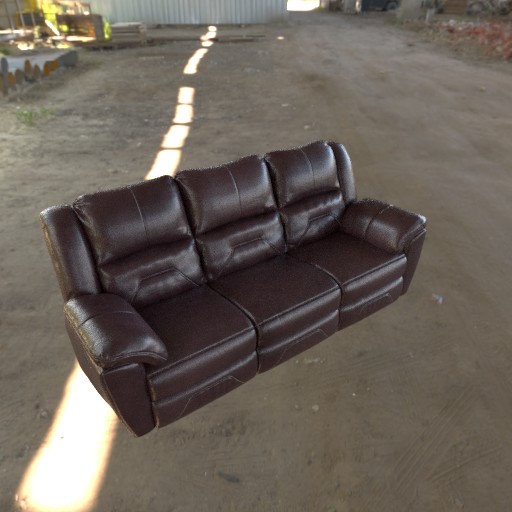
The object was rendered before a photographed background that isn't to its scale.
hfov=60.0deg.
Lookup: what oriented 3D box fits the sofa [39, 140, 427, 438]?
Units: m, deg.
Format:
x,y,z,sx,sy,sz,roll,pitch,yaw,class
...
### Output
x,y,z,sx,sy,sz,roll,pitch,yaw,class
0.000,0.000,2.830,2.337,1.043,0.991,-21,36,-30,sofa
